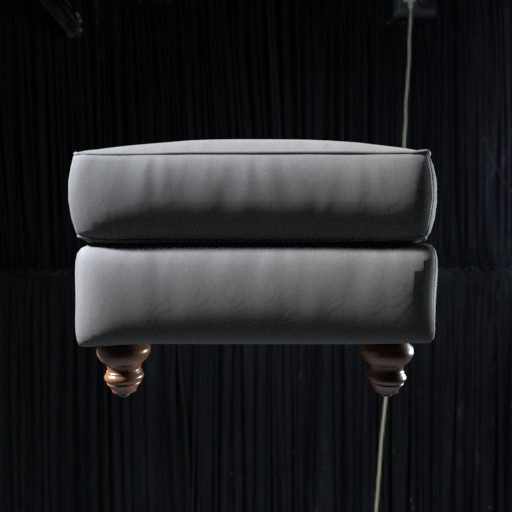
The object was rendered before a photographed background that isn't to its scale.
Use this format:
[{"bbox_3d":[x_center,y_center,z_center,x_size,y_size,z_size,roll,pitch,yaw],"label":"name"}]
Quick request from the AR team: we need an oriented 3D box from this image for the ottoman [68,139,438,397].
[{"bbox_3d":[0.000,0.000,1.095,0.662,0.505,0.721,0,1,0],"label":"ottoman"}]
